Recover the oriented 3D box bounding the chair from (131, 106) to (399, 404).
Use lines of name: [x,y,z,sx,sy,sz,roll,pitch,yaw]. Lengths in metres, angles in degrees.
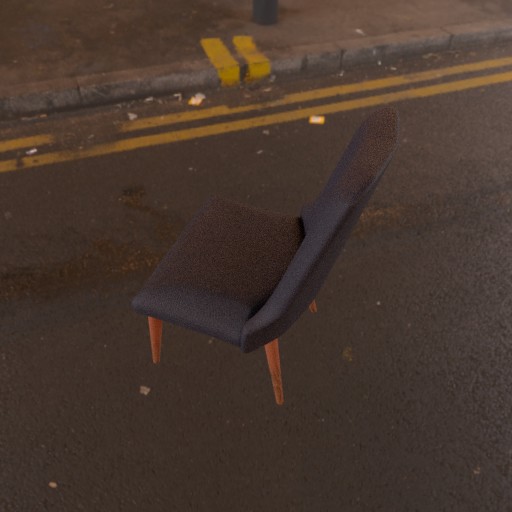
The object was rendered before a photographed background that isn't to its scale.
chair: [0.000,0.000,1.187,0.567,0.820,0.504,16,48,15]
